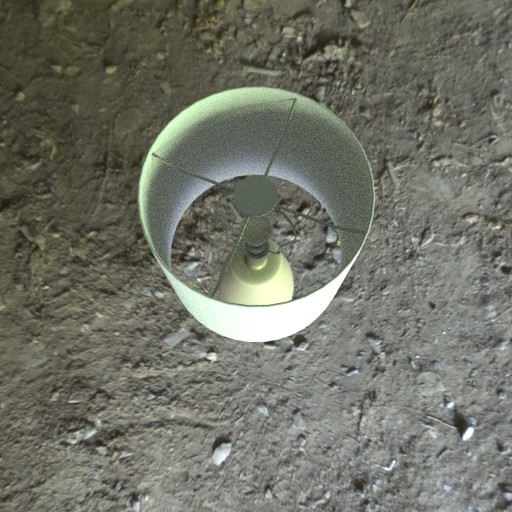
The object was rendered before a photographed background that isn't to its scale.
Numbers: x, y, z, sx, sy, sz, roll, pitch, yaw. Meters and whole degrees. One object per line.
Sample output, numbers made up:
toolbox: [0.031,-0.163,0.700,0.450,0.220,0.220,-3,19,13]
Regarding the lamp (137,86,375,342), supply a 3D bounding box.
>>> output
lamp: [0.000,0.000,0.484,0.186,0.369,0.186,0,76,0]
